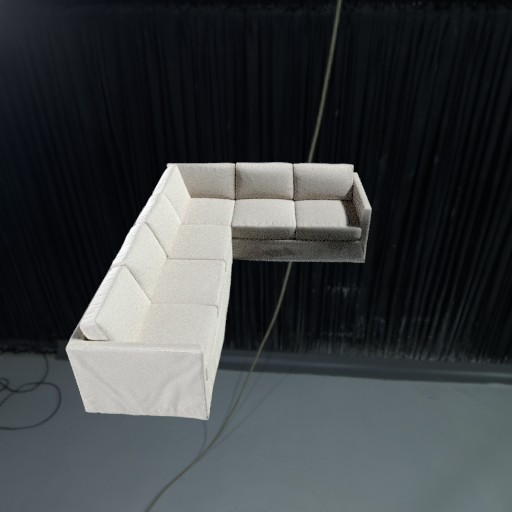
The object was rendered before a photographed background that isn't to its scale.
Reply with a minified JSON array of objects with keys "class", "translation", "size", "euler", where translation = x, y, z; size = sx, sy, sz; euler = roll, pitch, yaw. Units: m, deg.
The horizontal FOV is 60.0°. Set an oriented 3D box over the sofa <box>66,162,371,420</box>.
[{"class":"sofa","translation":[0.000,0.000,4.373],"size":[2.432,0.871,3.182],"euler":[1,33,2]}]
